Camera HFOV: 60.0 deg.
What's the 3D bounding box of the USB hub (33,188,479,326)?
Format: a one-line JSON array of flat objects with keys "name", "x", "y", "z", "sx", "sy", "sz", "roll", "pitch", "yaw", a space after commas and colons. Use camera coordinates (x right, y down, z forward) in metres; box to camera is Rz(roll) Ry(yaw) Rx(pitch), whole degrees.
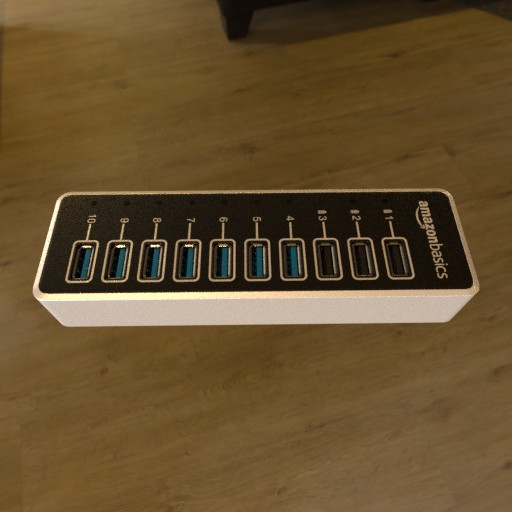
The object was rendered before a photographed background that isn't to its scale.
[{"name": "USB hub", "x": 0.000, "y": 0.000, "z": 0.162, "sx": 0.145, "sy": 0.023, "sz": 0.044, "roll": -1, "pitch": 59, "yaw": 0}]
